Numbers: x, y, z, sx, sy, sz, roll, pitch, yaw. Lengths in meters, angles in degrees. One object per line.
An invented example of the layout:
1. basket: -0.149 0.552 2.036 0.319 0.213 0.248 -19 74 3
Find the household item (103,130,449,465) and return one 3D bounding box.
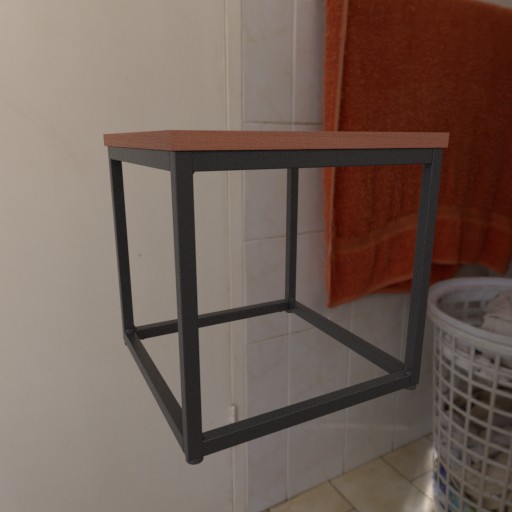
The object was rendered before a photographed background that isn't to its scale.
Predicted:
1. household item: 0.000 0.000 0.751 0.400 0.400 0.400 -8 16 -26
